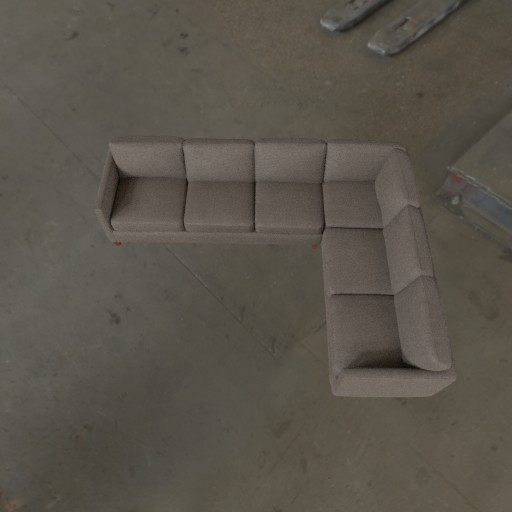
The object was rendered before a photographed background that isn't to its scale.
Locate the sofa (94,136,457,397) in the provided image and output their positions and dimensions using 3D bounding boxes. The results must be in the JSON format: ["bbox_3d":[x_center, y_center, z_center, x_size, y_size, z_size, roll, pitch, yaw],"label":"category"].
[{"bbox_3d":[0.000,0.000,4.408,3.302,0.947,2.593,1,60,1],"label":"sofa"}]
